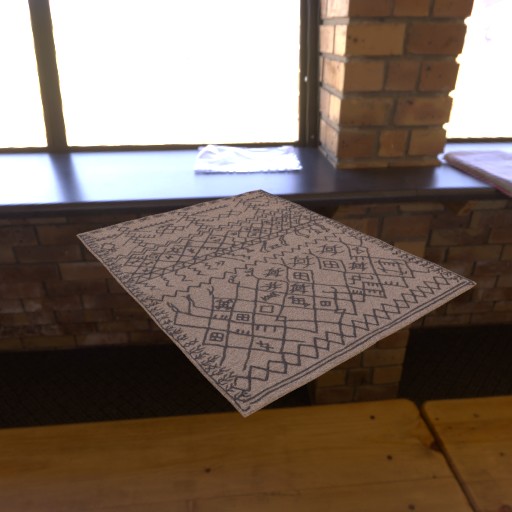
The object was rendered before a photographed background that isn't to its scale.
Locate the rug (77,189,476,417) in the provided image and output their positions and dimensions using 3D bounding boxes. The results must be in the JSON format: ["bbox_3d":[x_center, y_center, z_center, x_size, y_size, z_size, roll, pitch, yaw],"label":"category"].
[{"bbox_3d":[0.000,0.000,3.369,1.964,0.025,2.455,-19,33,-32],"label":"rug"}]
